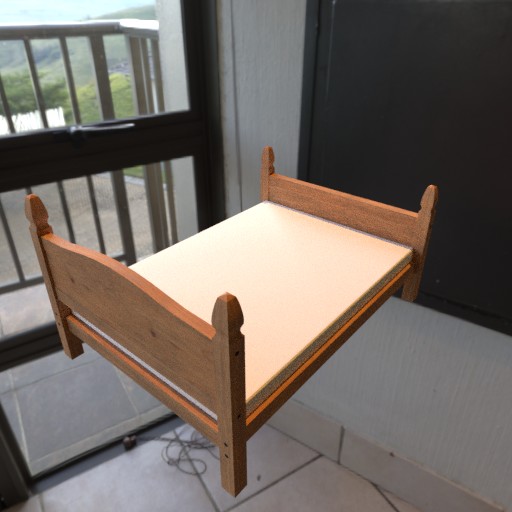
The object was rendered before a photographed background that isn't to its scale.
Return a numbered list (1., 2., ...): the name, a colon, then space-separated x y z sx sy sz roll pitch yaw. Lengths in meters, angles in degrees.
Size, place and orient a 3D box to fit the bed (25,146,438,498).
1. bed: 0.000 0.000 2.855 1.490 1.100 2.069 23 37 34
